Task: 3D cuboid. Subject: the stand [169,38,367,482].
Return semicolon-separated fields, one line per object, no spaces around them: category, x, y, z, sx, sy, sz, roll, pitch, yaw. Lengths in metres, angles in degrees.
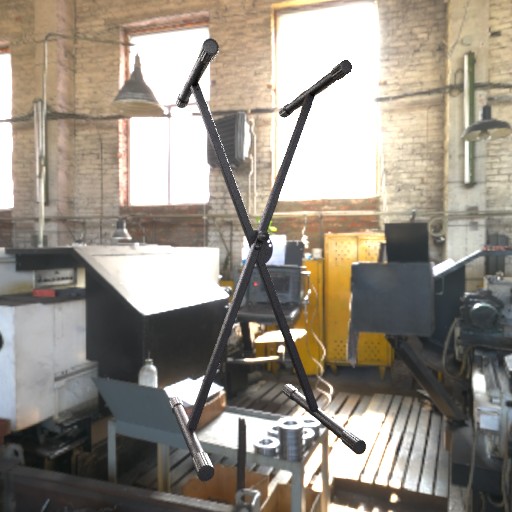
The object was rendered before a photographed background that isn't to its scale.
stand;0.000;0.000;1.195;0.409;0.940;0.449;-1;2;-19
